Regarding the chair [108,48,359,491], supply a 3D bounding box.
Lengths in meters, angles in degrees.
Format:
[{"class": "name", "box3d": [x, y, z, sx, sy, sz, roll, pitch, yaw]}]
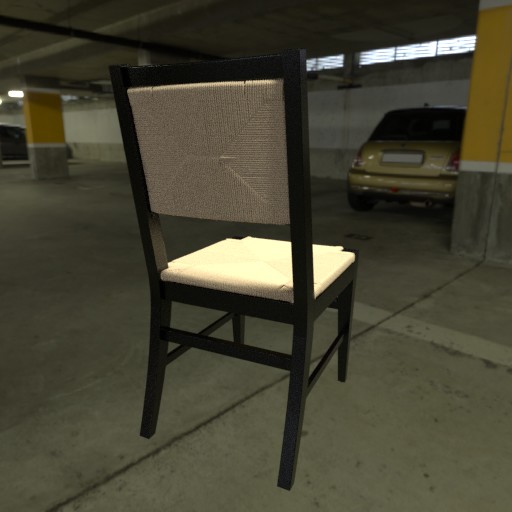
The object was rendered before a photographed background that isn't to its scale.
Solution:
[{"class": "chair", "box3d": [0.000, 0.000, 1.201, 0.437, 0.927, 0.552, 7, 17, 25]}]
